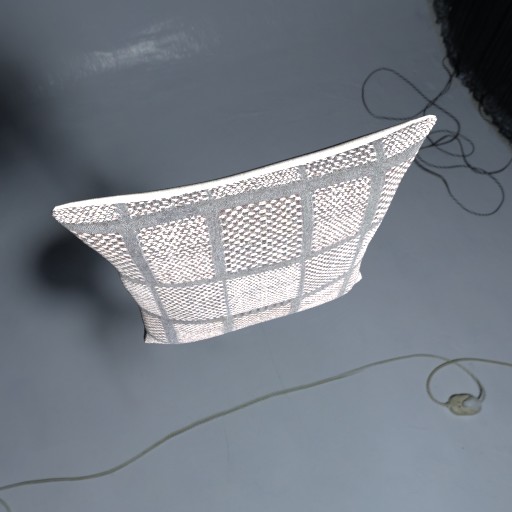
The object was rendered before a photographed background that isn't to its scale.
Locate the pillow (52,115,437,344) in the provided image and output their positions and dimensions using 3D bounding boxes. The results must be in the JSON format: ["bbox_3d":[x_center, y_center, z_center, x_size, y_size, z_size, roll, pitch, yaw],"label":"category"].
[{"bbox_3d":[0.000,0.000,0.664,0.435,0.432,0.138,-16,64,-8],"label":"pillow"}]
